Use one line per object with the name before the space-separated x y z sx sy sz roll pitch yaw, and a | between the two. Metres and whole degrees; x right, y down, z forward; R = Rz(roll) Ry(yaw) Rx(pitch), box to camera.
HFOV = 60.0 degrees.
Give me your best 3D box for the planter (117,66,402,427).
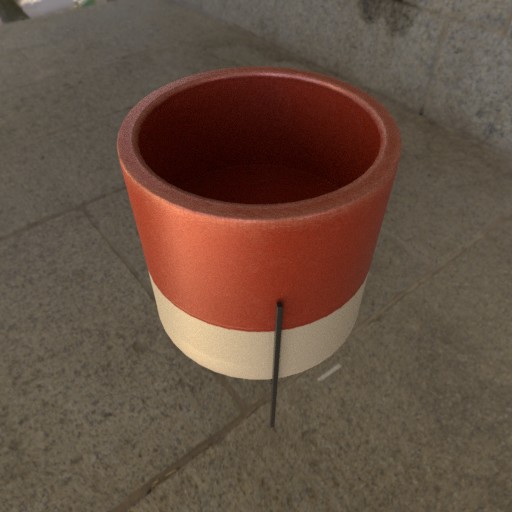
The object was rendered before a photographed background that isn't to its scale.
planter | 0.000 0.000 0.710 0.354 0.465 0.345 17 49 15
